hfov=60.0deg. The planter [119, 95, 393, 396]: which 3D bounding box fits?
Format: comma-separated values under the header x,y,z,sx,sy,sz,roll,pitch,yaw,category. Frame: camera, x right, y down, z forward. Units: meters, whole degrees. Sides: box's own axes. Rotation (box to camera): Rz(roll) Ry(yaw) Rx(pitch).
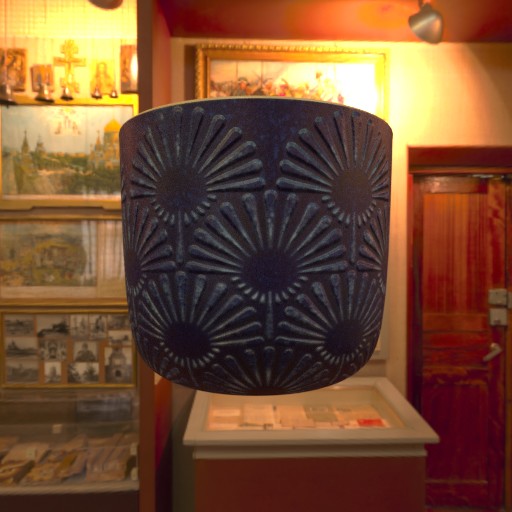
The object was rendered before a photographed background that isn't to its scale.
x,y,z,sx,sy,sz,roll,pitch,yaw,category
0.000,0.000,0.210,0.124,0.109,0.124,0,1,0,planter
